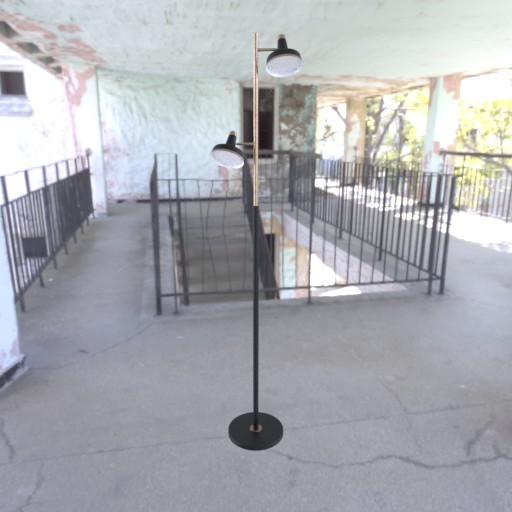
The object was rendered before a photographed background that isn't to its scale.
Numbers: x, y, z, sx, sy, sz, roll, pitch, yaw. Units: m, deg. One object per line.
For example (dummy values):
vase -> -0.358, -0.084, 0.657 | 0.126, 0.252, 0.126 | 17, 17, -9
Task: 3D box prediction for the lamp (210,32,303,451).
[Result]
lamp -> 0.000, 0.000, 1.822 | 0.351, 1.674, 0.253 | 2, 15, 9
